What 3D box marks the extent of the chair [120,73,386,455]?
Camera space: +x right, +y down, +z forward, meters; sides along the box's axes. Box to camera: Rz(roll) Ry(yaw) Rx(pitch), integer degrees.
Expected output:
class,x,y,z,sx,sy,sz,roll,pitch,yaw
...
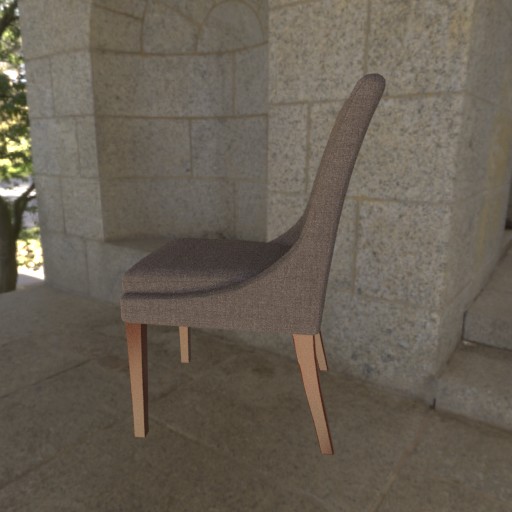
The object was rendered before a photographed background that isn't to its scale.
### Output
class,x,y,z,sx,sy,sz,roll,pitch,yaw
chair,0.000,0.000,1.327,0.655,0.952,0.508,2,14,7
